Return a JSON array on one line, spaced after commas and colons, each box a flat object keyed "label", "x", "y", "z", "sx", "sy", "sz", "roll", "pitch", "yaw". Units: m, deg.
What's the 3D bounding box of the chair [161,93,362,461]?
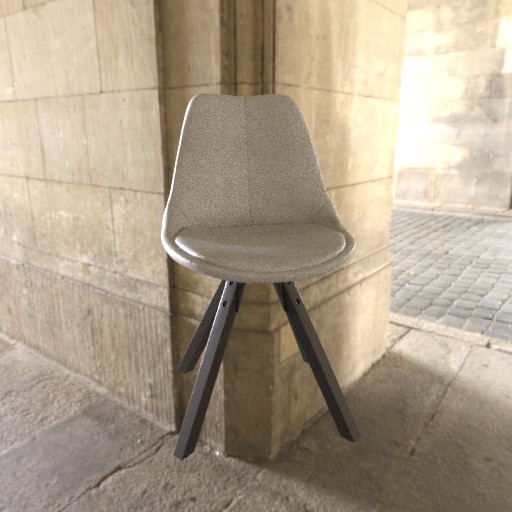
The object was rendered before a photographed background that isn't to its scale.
[{"label": "chair", "x": 0.000, "y": 0.000, "z": 1.178, "sx": 0.485, "sy": 0.850, "sz": 0.550, "roll": -2, "pitch": 16, "yaw": -9}]
